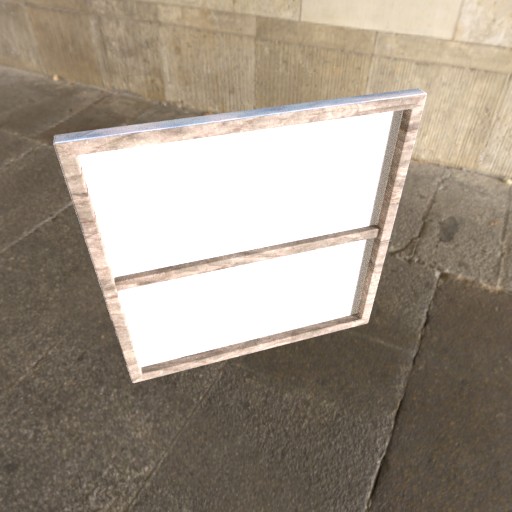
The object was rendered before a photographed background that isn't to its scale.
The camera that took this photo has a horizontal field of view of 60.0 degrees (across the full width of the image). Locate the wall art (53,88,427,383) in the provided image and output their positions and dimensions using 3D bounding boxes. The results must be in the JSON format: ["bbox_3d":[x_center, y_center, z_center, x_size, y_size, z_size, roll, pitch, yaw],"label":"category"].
[{"bbox_3d":[0.000,0.000,1.109,0.747,0.747,0.035,-12,43,-13],"label":"wall art"}]
